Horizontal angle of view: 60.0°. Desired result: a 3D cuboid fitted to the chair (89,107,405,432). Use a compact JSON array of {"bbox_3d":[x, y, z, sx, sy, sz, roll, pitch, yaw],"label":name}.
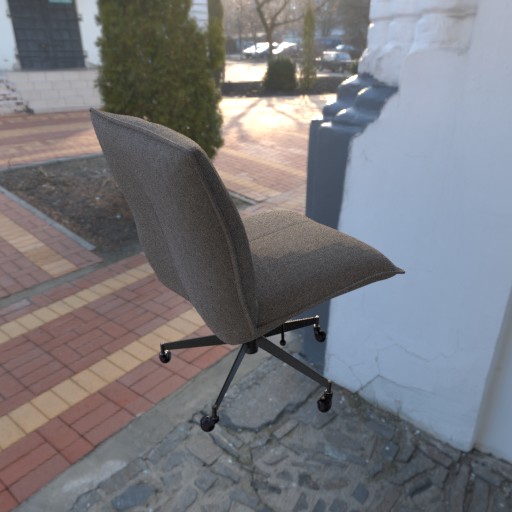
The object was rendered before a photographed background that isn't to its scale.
[{"bbox_3d":[0.000,0.000,1.287,0.696,0.811,0.597,-16,30,-30],"label":"chair"}]
